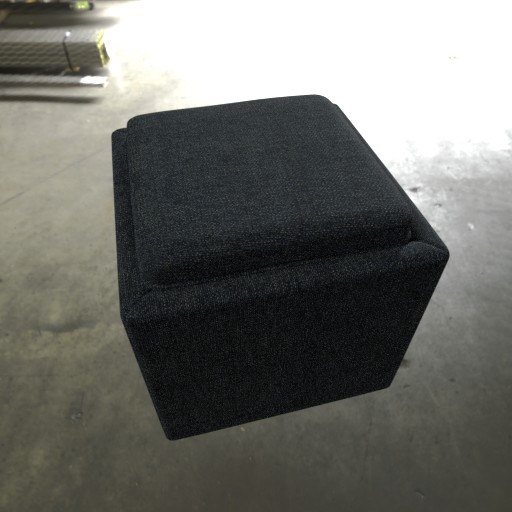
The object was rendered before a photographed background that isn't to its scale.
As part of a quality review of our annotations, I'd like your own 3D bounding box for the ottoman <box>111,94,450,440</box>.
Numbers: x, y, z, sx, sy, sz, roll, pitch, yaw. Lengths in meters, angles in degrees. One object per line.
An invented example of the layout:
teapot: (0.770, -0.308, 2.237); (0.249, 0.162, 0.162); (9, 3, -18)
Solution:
ottoman: (0.000, 0.000, 0.838); (0.450, 0.460, 0.450); (-10, 47, -10)
